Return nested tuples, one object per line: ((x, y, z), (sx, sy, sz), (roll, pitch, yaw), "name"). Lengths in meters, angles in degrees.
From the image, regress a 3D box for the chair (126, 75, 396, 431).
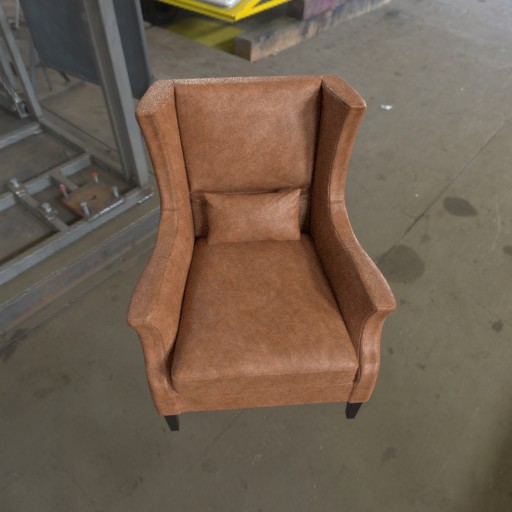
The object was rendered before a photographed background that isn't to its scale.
((0.000, 0.000, 1.662), (0.853, 1.016, 0.926), (-3, 46, -3), "chair")
